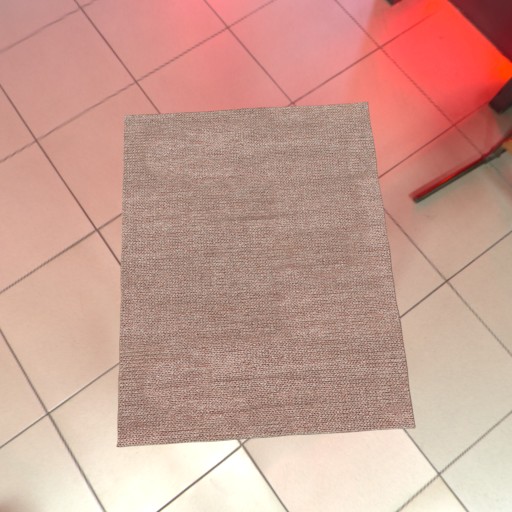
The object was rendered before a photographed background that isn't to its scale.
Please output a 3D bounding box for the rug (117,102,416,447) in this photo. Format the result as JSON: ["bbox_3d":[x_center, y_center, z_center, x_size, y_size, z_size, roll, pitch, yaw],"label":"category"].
[{"bbox_3d":[0.000,0.000,3.977,2.429,0.030,3.052,-3,74,-1],"label":"rug"}]
